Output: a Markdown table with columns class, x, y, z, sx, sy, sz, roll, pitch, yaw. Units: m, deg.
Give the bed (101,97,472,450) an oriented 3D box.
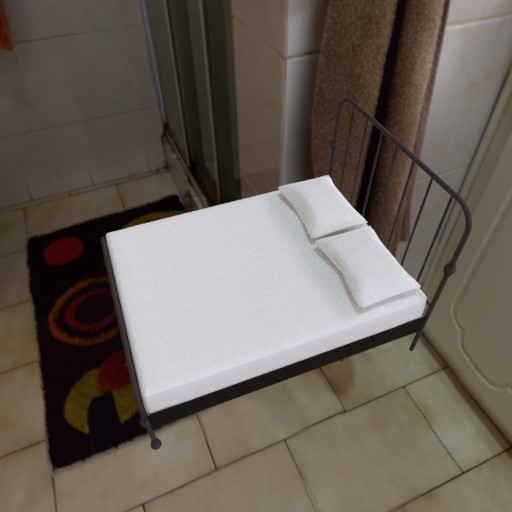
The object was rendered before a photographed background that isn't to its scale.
| class | x | y | z | sx | sy | sz | roll | pitch | yaw |
| --- | --- | --- | --- | --- | --- | --- | --- | --- | --- |
| bed | 0.000 | 0.000 | 3.244 | 2.134 | 1.446 | 1.616 | -16 | 49 | -14 |
